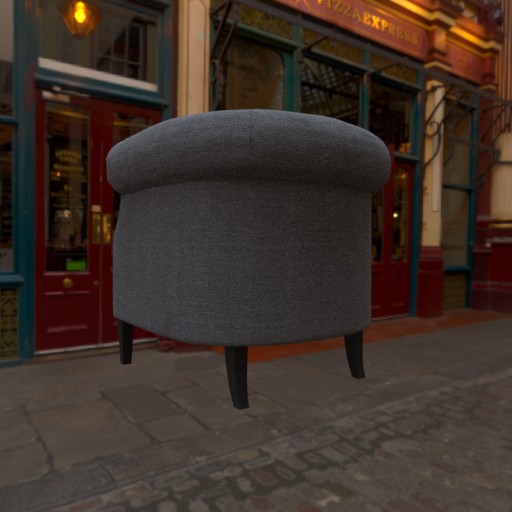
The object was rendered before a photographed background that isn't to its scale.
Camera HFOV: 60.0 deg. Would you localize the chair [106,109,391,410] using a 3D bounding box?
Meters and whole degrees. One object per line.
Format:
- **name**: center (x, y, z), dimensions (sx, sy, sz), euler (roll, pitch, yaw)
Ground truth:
- **chair**: center (0.000, 0.000, 1.582), dimensions (0.905, 0.827, 0.852), euler (-1, 2, -36)
